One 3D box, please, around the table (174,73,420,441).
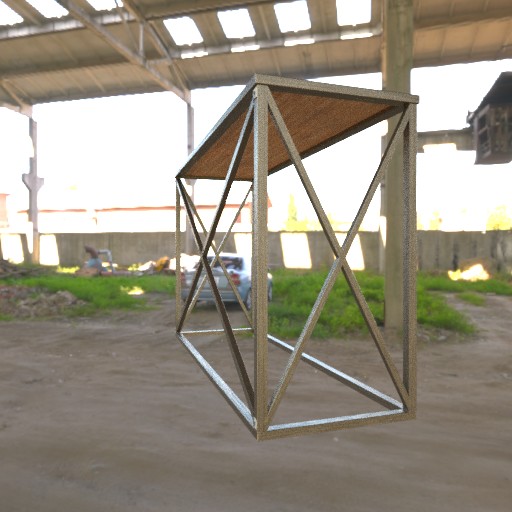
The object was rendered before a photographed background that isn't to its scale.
[{"bbox_3d":[0.000,0.000,1.543,0.402,0.753,1.216,0,0,-18],"label":"table"}]
